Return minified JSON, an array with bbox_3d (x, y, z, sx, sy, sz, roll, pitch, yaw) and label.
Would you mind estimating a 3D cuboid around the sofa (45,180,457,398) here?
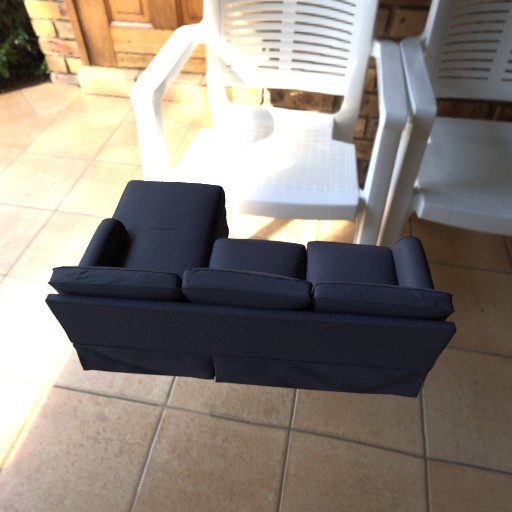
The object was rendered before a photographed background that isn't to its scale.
[{"bbox_3d":[0.000,0.000,3.413,2.518,1.039,1.637,4,48,3],"label":"sofa"}]
